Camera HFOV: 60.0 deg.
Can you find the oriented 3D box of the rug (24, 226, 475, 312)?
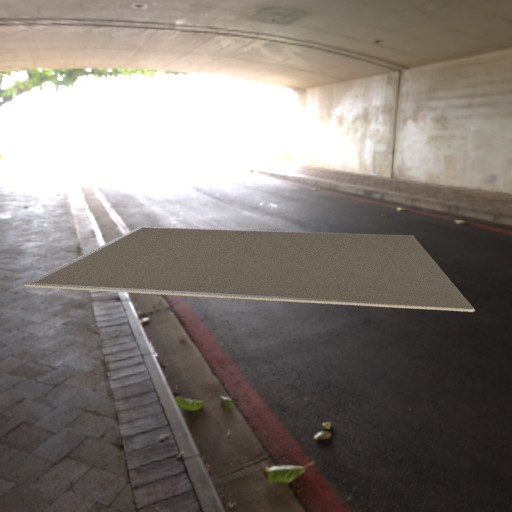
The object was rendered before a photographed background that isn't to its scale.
[{"bbox_3d":[0.000,0.000,2.892,2.244,0.017,1.532,2,16,9],"label":"rug"}]
